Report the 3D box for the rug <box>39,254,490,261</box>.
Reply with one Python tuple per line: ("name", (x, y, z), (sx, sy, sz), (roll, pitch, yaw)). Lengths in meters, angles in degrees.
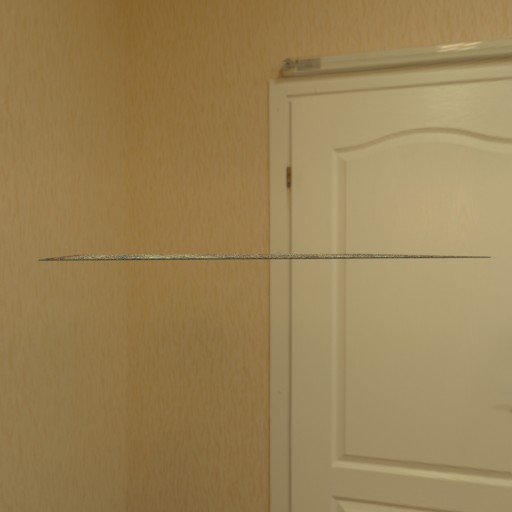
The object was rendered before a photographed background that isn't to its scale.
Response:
("rug", (0.000, 0.000, 4.167), (3.371, 0.008, 2.190), (0, 1, -16))
